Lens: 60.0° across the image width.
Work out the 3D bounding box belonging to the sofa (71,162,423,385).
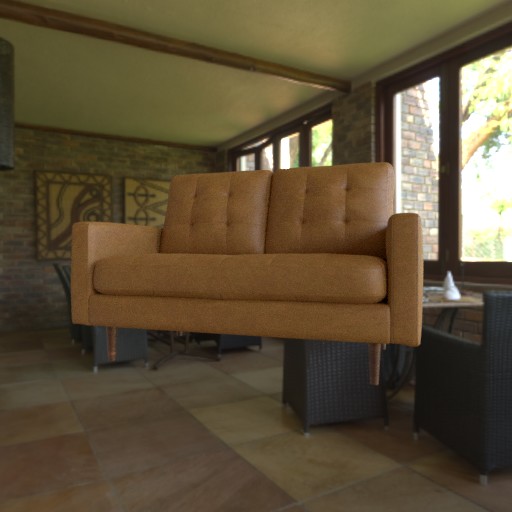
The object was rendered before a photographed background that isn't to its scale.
[{"bbox_3d":[0.000,0.000,2.045,1.430,0.898,0.868,0,0,19],"label":"sofa"}]
